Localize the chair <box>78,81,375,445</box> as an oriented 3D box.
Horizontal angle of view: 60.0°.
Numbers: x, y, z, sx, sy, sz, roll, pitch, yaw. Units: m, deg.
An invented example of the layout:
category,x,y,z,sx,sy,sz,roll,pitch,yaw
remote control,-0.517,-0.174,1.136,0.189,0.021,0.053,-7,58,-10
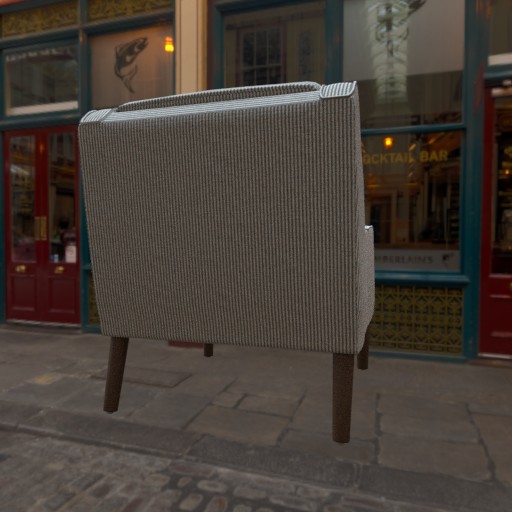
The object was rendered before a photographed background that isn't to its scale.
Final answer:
category,x,y,z,sx,sy,sz,roll,pitch,yaw
chair,0.000,0.000,1.306,0.663,0.792,0.743,0,1,18
